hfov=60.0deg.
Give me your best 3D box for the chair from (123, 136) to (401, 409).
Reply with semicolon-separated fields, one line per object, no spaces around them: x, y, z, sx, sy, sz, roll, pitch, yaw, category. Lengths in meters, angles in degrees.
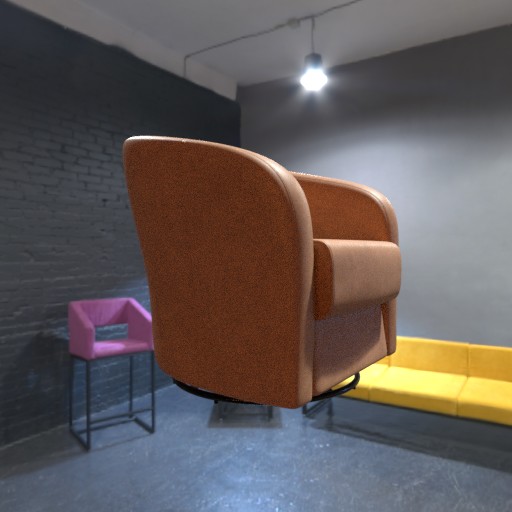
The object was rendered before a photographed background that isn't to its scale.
0.000;0.000;1.446;0.815;0.771;0.791;1;1;36;chair
